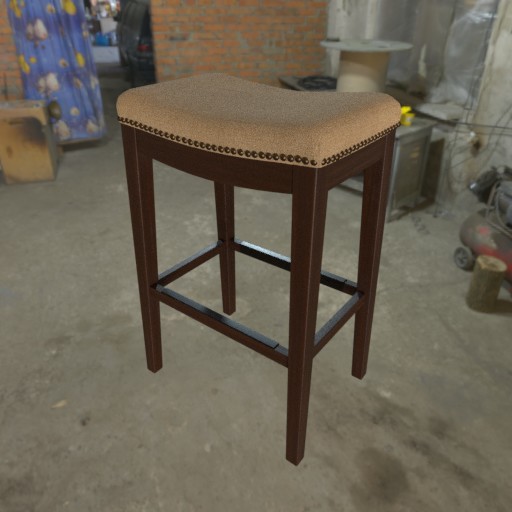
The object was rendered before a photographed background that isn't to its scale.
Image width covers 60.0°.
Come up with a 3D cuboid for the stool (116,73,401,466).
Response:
[{"bbox_3d":[0.000,0.000,1.072,0.509,0.768,0.363,21,36,32],"label":"stool"}]
